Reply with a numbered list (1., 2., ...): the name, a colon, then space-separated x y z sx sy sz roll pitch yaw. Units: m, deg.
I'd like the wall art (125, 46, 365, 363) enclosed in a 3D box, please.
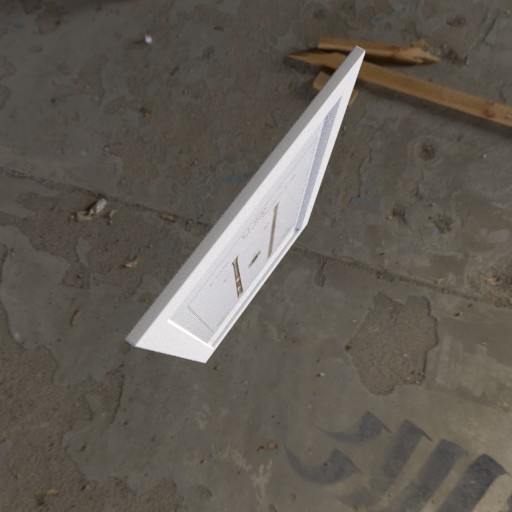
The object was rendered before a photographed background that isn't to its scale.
1. wall art: 0.000 0.000 0.605 0.011 0.482 0.329 35 78 9
